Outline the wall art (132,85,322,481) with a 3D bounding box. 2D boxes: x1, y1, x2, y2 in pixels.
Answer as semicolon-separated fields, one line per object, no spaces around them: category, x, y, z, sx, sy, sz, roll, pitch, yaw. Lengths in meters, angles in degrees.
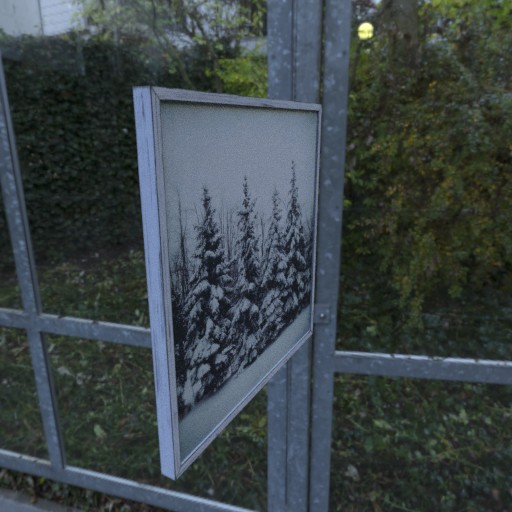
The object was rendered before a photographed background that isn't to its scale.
wall art;0.000;0.000;1.131;0.037;0.761;0.761;9;19;27
